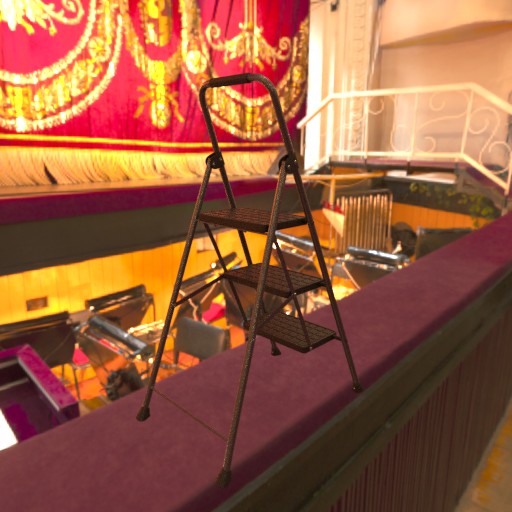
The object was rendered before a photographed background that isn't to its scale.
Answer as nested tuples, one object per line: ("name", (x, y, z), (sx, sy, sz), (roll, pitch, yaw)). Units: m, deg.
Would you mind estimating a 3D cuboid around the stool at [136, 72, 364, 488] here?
("stool", (0.000, 0.000, 1.500), (0.733, 1.121, 0.473), (-14, 20, -43))
